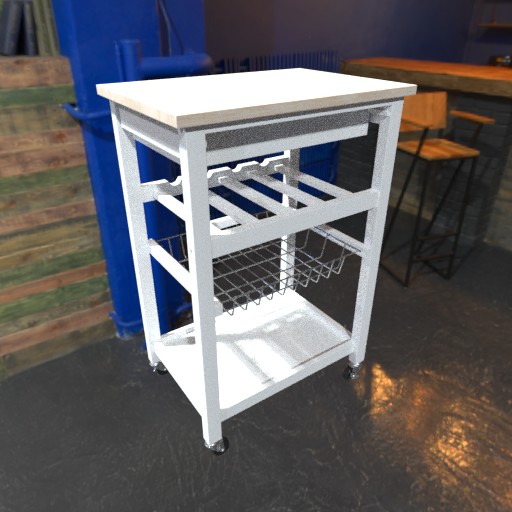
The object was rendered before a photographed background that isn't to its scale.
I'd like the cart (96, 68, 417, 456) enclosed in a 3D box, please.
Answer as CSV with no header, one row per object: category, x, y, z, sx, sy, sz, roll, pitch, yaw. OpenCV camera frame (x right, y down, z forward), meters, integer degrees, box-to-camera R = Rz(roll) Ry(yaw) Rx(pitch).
cart,0.000,0.000,1.179,0.578,0.857,0.406,-18,34,-30
